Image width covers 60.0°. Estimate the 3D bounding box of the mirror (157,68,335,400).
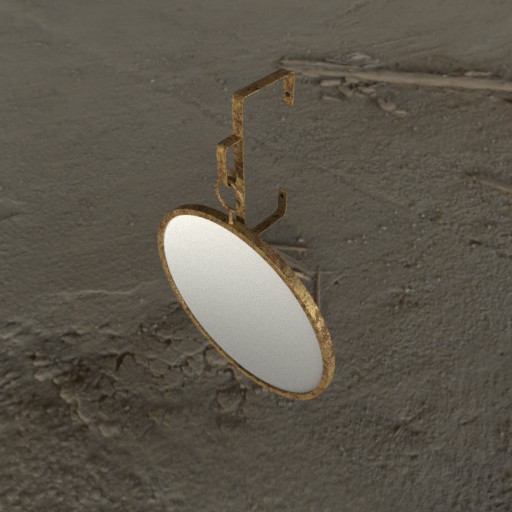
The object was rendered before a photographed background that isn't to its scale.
[{"bbox_3d":[0.000,0.000,0.821,0.447,0.651,0.144,33,55,27],"label":"mirror"}]
